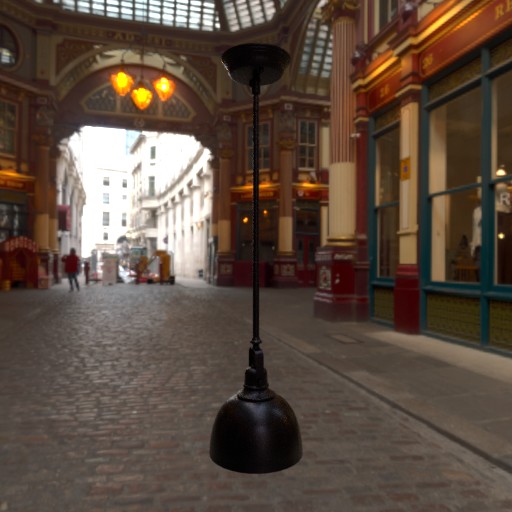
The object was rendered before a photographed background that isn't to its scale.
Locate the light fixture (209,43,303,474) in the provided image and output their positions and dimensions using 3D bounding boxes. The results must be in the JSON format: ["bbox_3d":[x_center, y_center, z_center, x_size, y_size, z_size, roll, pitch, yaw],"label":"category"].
[{"bbox_3d":[0.000,0.000,0.867,0.182,0.768,0.182,0,0,-16],"label":"light fixture"}]
